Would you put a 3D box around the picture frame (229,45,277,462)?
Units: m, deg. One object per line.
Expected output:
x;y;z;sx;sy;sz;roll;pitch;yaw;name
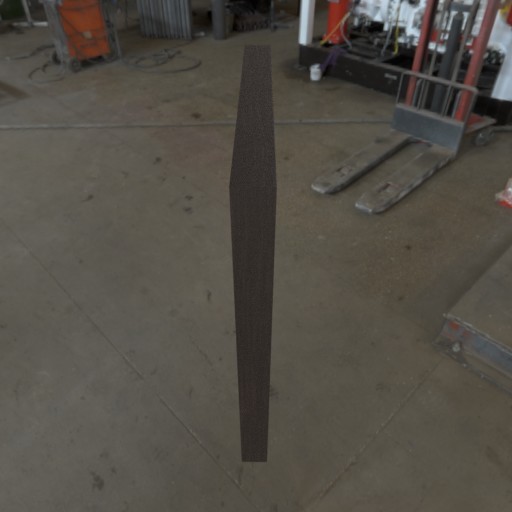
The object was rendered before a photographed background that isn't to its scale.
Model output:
0.000;0.000;0.762;0.044;0.555;0.452;0;41;1;picture frame
